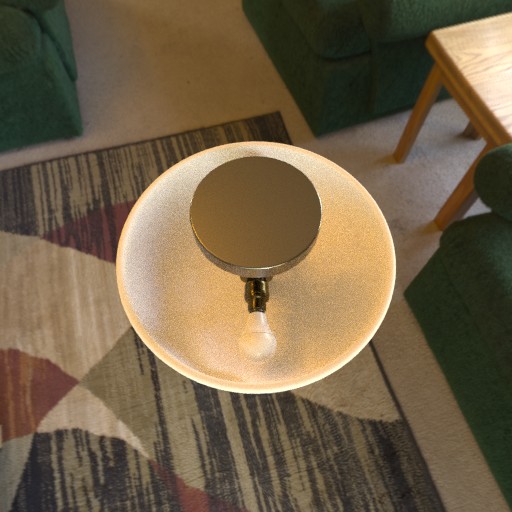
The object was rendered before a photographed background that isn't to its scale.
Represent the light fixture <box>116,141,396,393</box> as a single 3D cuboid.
[{"bbox_3d":[0.000,0.000,0.542,0.330,0.214,0.330,0,63,0],"label":"light fixture"}]
